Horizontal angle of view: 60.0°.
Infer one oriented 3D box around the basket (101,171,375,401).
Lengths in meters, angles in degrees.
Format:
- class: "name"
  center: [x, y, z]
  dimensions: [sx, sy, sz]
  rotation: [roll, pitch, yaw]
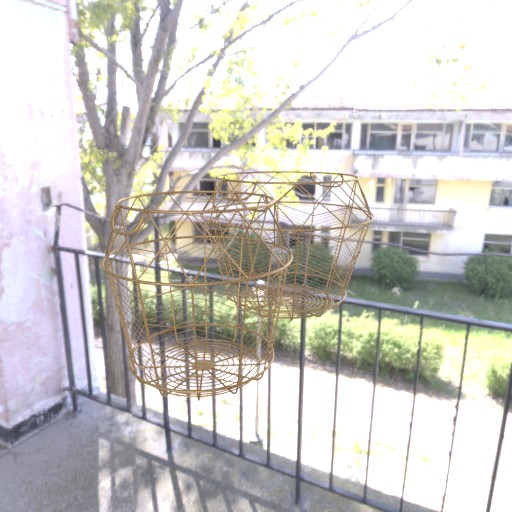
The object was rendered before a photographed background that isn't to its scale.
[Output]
- class: "basket"
  center: [0.000, 0.000, 1.029]
  dimensions: [0.451, 0.343, 0.805]
  rotation: [7, 16, 26]
